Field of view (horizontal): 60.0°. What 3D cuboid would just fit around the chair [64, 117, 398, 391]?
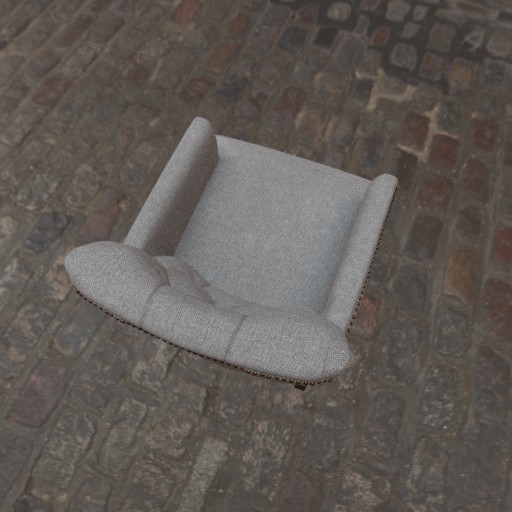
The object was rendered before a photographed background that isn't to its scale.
[{"bbox_3d":[0.000,0.000,1.505,0.737,0.823,0.902,19,65,10],"label":"chair"}]
